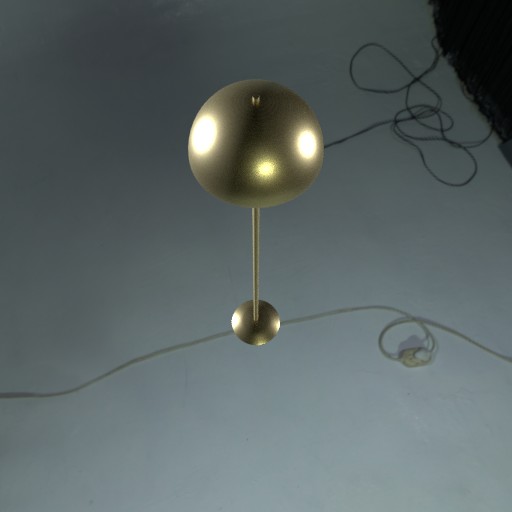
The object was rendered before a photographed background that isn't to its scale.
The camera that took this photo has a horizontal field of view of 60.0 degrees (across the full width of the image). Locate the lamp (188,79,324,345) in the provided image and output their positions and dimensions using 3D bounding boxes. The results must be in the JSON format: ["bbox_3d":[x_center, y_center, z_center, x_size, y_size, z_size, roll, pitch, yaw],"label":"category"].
[{"bbox_3d":[0.000,0.000,1.590,0.328,1.480,0.328,-18,65,-9],"label":"lamp"}]
